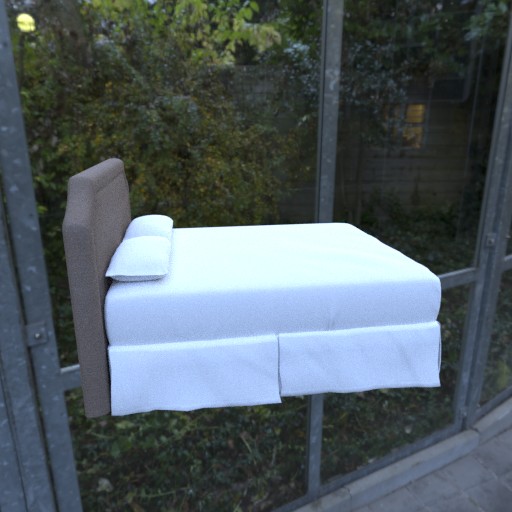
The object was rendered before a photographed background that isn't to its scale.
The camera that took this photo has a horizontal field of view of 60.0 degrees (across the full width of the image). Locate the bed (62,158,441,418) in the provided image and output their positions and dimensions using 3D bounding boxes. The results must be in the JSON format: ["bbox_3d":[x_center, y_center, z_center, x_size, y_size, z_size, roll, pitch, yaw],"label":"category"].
[{"bbox_3d":[0.000,0.000,3.137,2.116,1.290,1.693,-3,17,-9],"label":"bed"}]
